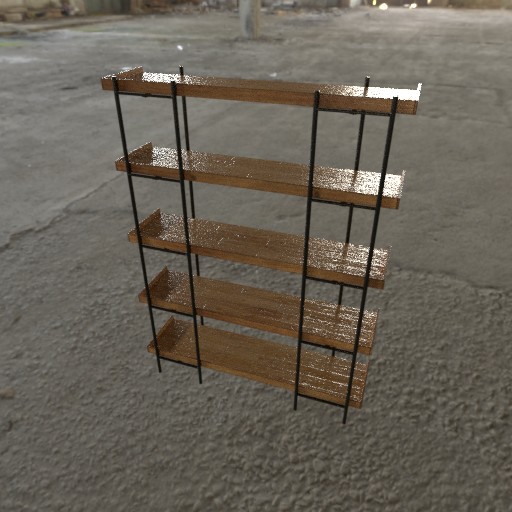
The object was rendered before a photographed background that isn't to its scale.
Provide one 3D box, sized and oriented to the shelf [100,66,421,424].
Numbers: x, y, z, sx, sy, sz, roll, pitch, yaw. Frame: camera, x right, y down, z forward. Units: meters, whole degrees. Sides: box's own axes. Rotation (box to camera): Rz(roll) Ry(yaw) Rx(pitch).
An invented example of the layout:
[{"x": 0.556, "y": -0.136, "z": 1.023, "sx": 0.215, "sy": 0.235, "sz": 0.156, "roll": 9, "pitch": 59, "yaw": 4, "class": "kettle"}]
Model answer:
[{"x": 0.000, "y": 0.000, "z": 2.415, "sx": 1.371, "sy": 1.826, "sz": 0.379, "roll": 10, "pitch": 33, "yaw": 16, "class": "shelf"}]
